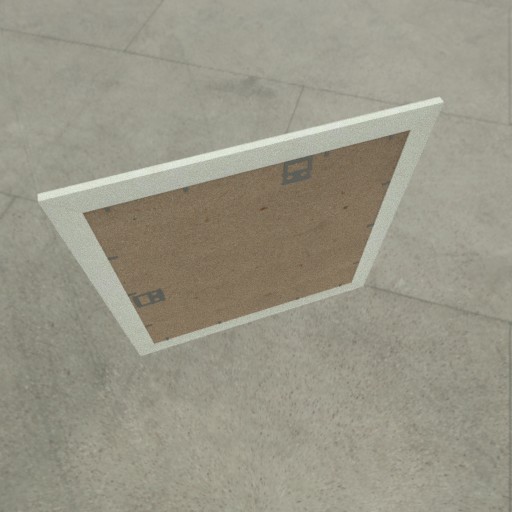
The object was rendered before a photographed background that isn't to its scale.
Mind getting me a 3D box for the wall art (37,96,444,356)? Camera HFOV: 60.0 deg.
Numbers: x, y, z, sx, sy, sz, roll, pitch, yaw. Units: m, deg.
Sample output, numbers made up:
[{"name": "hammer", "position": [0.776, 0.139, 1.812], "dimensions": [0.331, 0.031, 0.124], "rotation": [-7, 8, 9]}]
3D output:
[{"name": "wall art", "position": [0.000, 0.000, 0.862], "dimensions": [0.584, 0.584, 0.013], "rotation": [-16, 60, -10]}]
